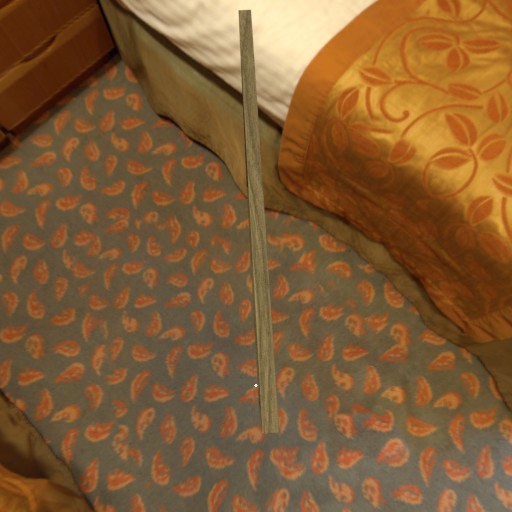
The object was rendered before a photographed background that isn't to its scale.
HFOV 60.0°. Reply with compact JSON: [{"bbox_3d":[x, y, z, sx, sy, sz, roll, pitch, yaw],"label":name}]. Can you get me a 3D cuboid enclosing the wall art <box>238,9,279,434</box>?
[{"bbox_3d":[0.000,0.000,0.739,0.016,0.507,0.508,-3,74,-1],"label":"wall art"}]
